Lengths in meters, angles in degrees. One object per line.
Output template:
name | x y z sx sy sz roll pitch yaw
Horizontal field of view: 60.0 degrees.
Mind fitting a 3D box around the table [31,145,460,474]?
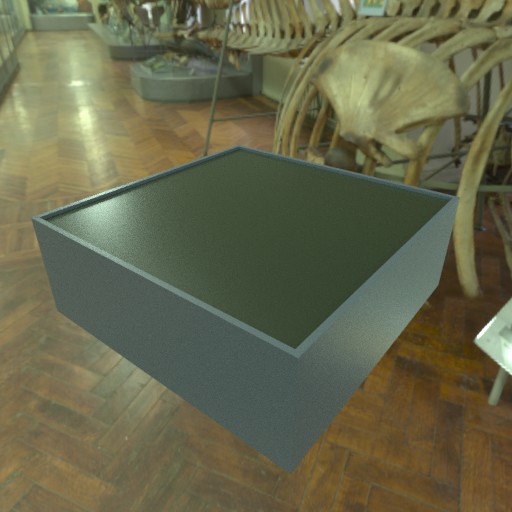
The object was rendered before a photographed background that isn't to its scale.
table | 0.000 0.000 1.240 0.801 0.299 0.801 22 37 32
